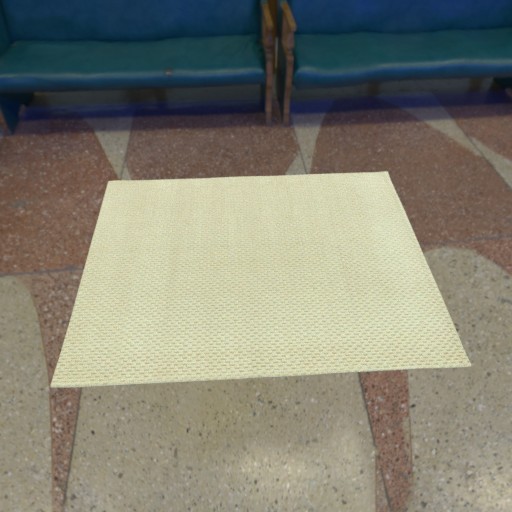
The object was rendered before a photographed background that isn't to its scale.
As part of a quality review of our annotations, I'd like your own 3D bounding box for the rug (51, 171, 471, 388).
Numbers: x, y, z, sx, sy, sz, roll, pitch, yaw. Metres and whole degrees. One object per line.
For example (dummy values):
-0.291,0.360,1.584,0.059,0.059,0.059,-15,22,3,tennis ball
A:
0.000,0.000,3.808,2.897,0.035,2.277,-2,47,-2,rug
